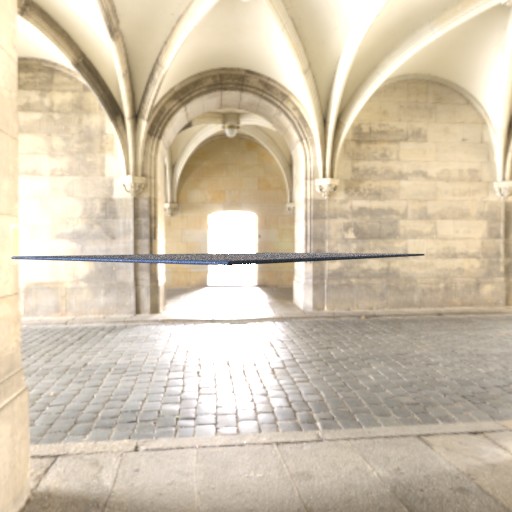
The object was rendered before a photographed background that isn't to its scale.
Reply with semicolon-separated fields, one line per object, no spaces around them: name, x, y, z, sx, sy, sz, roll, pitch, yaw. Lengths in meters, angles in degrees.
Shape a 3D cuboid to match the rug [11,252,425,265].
rug;0.000;0.000;2.951;1.526;0.015;2.441;1;1;36
